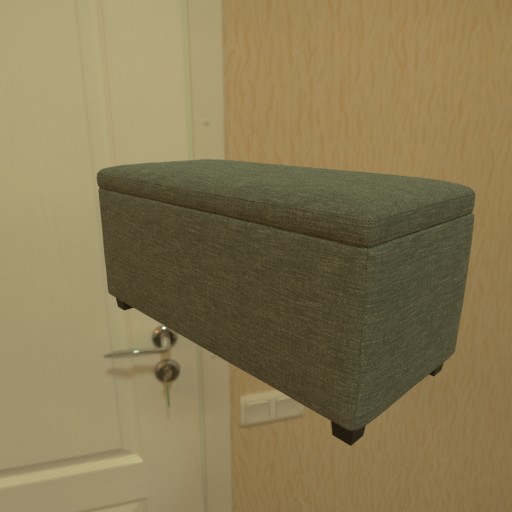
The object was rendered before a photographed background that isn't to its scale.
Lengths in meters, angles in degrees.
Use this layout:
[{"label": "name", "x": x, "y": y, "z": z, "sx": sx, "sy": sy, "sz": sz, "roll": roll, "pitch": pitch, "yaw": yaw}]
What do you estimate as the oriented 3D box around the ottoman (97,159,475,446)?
[{"label": "ottoman", "x": 0.000, "y": 0.000, "z": 1.113, "sx": 0.419, "sy": 0.432, "sz": 0.902, "roll": -15, "pitch": 23, "yaw": -42}]
